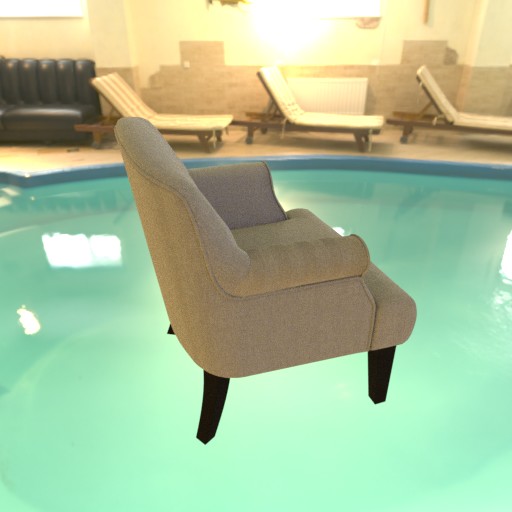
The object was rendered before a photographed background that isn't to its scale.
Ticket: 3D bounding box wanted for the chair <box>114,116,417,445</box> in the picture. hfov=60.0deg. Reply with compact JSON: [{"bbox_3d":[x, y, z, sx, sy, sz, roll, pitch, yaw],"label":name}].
[{"bbox_3d":[0.000,0.000,1.431,0.755,0.880,0.772,-10,30,-17],"label":"chair"}]
